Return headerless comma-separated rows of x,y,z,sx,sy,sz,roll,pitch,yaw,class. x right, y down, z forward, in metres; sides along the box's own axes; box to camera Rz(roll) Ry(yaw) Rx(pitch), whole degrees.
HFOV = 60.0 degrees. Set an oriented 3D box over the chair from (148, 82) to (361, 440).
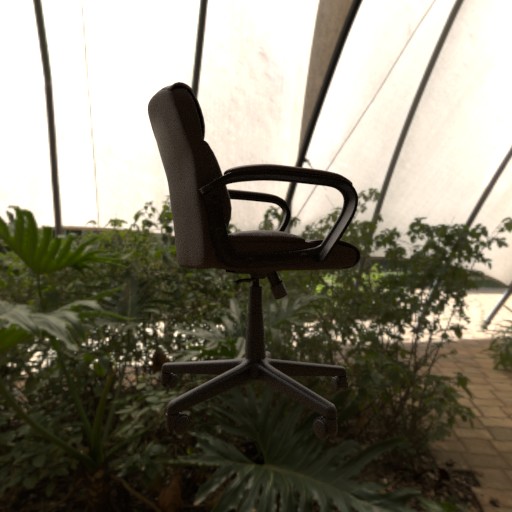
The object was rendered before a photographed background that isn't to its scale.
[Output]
0.000,0.000,1.512,0.717,1.004,0.739,0,0,-18,chair
